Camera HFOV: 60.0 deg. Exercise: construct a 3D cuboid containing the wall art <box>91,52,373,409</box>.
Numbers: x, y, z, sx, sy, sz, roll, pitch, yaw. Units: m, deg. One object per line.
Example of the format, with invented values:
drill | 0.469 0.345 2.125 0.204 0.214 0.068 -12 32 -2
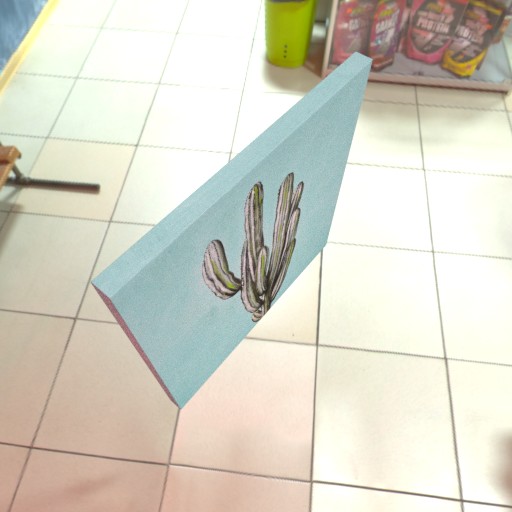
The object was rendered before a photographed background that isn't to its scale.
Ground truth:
wall art | 0.000 0.000 0.921 0.036 0.603 0.603 35 65 19
